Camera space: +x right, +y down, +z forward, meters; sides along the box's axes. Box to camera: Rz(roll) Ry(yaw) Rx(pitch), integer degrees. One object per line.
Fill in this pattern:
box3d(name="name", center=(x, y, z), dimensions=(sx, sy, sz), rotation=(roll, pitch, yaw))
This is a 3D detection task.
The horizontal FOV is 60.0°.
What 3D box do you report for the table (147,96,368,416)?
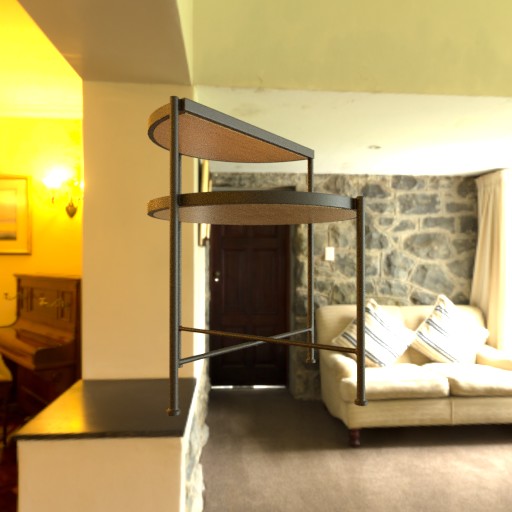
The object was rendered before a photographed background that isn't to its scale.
box3d(name="table", center=(0.000, 0.000, 1.199), dimensions=(0.628, 0.684, 0.629), rotation=(0, -1, 36))
